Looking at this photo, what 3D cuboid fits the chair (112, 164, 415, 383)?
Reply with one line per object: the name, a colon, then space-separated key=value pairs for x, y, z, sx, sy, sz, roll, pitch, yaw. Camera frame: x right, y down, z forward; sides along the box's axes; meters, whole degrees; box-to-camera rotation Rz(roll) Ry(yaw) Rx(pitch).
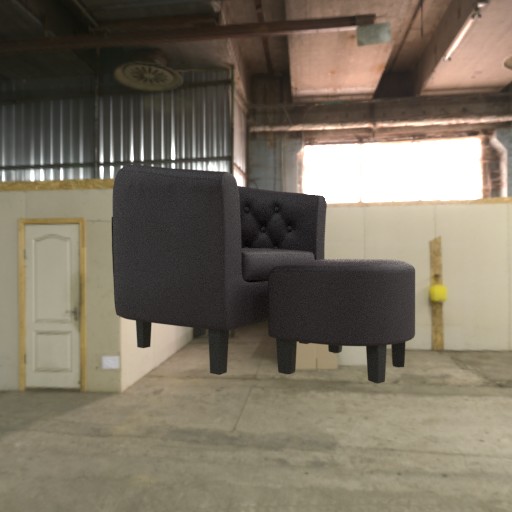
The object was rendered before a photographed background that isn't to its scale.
chair: x=0.000 y=0.000 z=1.721 sx=1.191 sy=0.760 sz=0.763 roll=0 pitch=0 yaw=35
